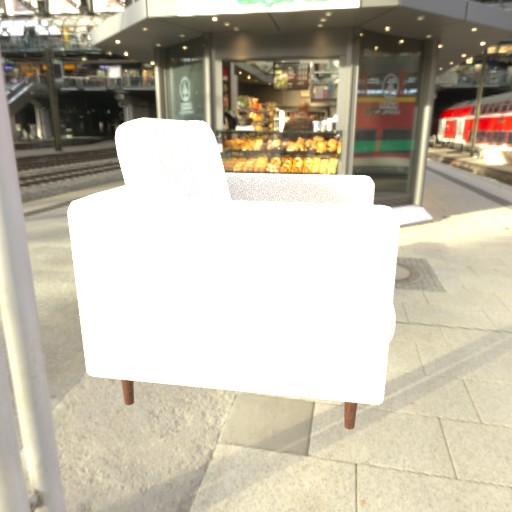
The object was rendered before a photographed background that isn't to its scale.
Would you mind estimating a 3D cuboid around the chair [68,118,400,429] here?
[{"bbox_3d":[0.000,0.000,1.523,0.879,0.899,0.831,3,16,9],"label":"chair"}]
